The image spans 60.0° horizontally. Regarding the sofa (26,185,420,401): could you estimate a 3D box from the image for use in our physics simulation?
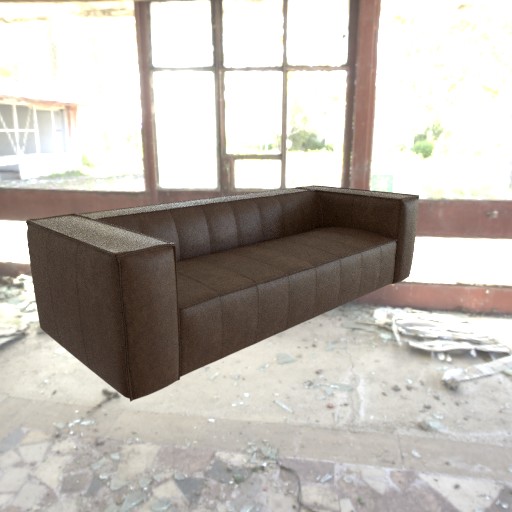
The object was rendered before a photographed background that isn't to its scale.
[{"bbox_3d":[0.000,0.000,3.000,2.581,0.701,1.102,-14,21,-43],"label":"sofa"}]
